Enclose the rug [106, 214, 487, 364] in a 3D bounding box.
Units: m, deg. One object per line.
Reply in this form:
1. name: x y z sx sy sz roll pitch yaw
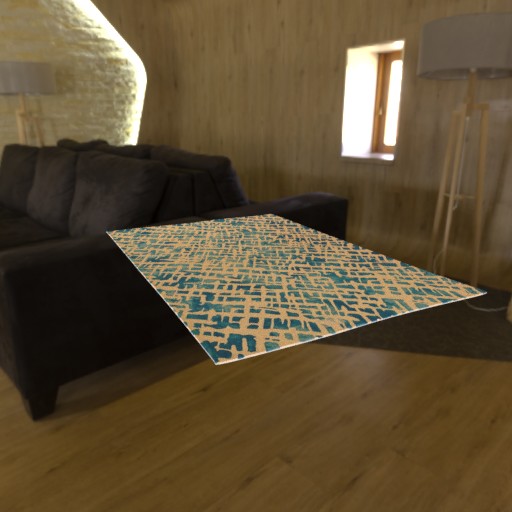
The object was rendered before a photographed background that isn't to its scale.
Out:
1. rug: 0.000 0.000 2.324 1.209 0.011 1.830 -9 19 -26
